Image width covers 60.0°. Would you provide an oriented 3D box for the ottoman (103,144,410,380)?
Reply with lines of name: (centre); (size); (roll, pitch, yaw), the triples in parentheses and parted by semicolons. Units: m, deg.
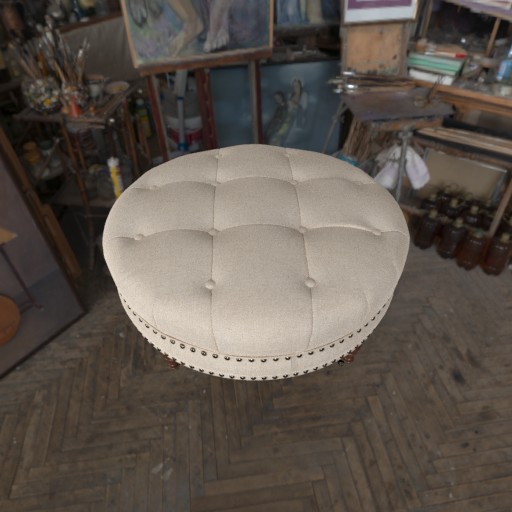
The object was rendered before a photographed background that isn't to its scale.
ottoman: (0.000, 0.000, 1.503); (0.940, 0.483, 0.940); (0, 42, 0)
